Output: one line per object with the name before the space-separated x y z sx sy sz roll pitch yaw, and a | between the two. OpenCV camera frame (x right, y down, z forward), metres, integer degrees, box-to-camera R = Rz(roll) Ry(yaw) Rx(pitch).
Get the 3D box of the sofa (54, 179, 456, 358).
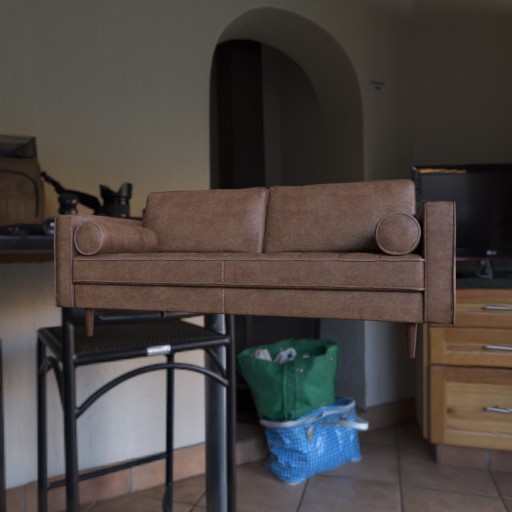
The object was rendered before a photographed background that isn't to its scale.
sofa | 0.000 0.000 2.395 1.920 0.825 0.924 0 0 18
